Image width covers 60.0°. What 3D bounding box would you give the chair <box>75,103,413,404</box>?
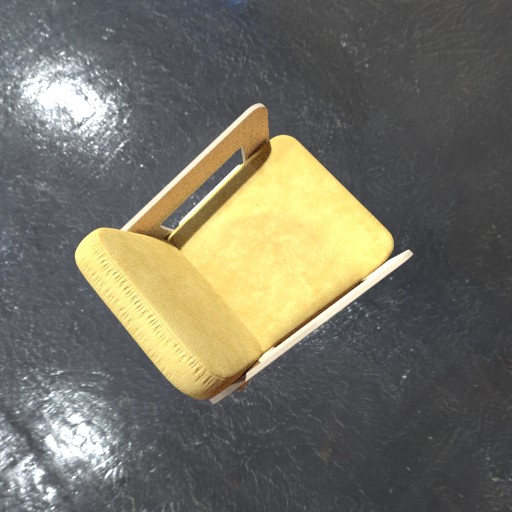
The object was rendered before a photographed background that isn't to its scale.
[{"bbox_3d":[0.000,0.000,1.301,0.710,0.800,0.590,-41,79,-9],"label":"chair"}]
